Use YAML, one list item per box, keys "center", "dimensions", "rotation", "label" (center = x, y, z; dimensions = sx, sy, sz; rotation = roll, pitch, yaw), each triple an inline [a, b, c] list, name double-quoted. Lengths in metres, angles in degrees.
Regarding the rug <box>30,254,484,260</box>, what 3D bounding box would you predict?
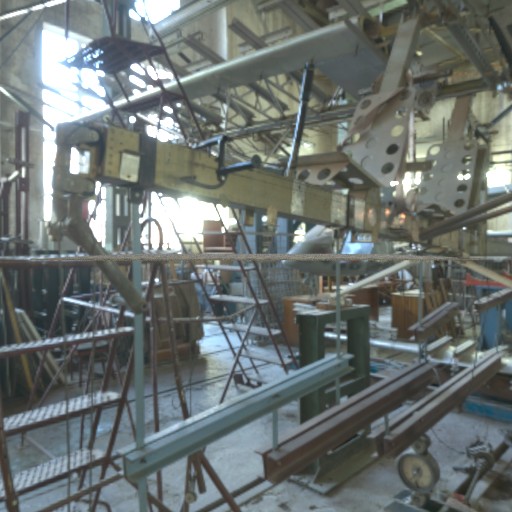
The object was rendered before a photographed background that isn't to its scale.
- center: [0.000, 0.000, 4.321]
  dimensions: [3.205, 0.015, 2.437]
  rotation: [0, 1, -1]
  label: "rug"
